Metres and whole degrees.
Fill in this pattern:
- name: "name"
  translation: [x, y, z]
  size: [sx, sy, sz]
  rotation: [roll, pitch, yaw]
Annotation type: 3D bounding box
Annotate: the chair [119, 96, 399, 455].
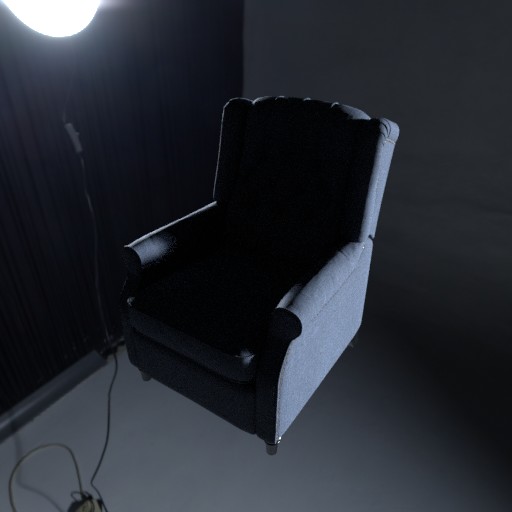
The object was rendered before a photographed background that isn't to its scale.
- name: "chair"
  translation: [0.000, 0.000, 1.676]
  size: [0.742, 1.035, 0.898]
  rotation: [19, 36, 29]
